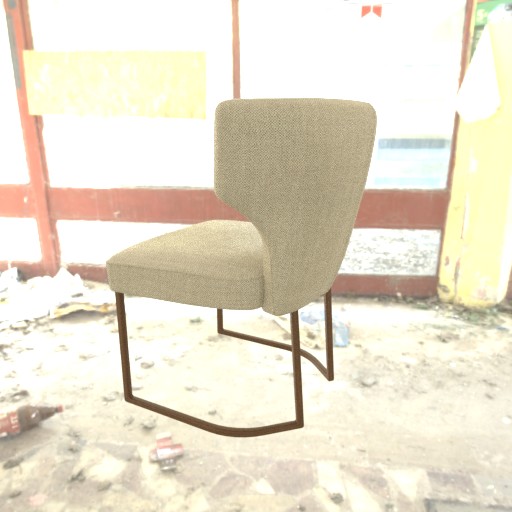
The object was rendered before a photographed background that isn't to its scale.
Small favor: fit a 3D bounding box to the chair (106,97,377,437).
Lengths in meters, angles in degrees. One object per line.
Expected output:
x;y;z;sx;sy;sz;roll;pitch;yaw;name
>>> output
0.000;0.000;1.256;0.617;0.824;0.611;8;18;26;chair
